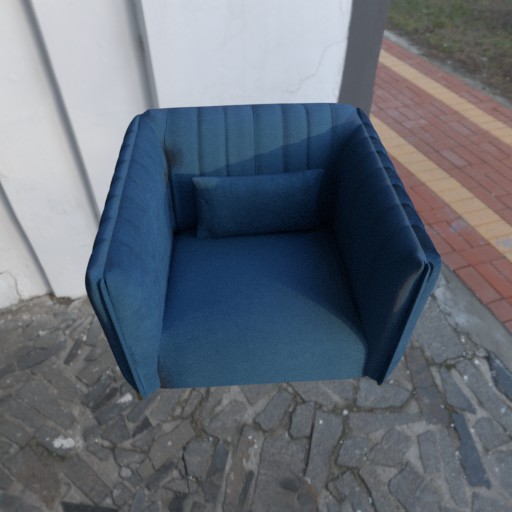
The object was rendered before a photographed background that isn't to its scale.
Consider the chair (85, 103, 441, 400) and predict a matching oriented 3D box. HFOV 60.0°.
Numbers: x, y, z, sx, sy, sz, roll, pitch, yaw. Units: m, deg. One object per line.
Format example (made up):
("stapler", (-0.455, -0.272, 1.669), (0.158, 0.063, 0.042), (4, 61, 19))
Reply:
("chair", (0.000, 0.000, 1.617), (0.947, 0.793, 0.877), (-3, 45, -3))
